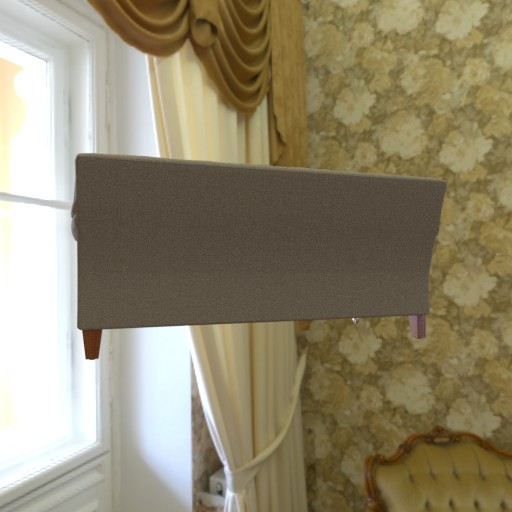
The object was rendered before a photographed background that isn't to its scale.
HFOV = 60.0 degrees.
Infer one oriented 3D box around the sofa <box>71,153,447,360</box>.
[{"bbox_3d":[0.000,0.000,2.851,2.160,1.054,1.087,0,-1,-18],"label":"sofa"}]
